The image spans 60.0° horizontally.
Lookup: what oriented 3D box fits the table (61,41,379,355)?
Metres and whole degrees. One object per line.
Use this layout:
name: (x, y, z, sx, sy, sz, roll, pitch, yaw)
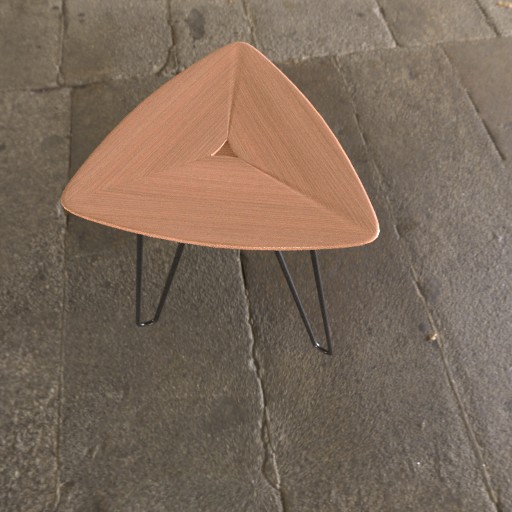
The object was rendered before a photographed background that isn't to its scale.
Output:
table: (0.000, 0.000, 0.902, 0.455, 0.564, 0.442, 32, 67, 16)
